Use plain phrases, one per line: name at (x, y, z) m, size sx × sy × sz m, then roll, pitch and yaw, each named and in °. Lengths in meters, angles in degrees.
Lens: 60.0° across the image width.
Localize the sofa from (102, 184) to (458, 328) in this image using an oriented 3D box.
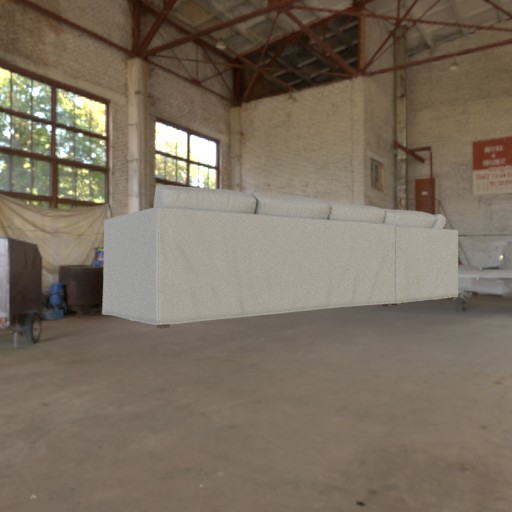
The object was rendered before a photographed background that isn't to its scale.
sofa at (0.000, 0.000, 4.364) m, size 3.182 × 0.871 × 2.432 m, roll 0°, pitch -1°, yaw -36°
